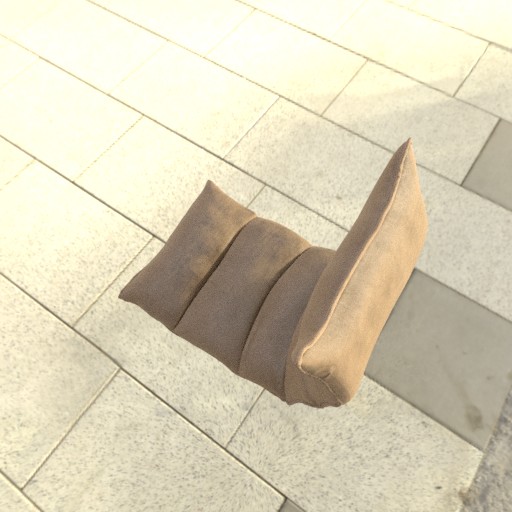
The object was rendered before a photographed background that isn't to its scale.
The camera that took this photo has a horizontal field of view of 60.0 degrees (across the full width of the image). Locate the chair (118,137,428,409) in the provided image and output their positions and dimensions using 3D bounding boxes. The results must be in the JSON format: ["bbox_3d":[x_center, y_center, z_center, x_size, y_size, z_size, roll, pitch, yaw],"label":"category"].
[{"bbox_3d":[0.000,0.000,1.559,0.985,0.892,0.714,30,68,14],"label":"chair"}]
